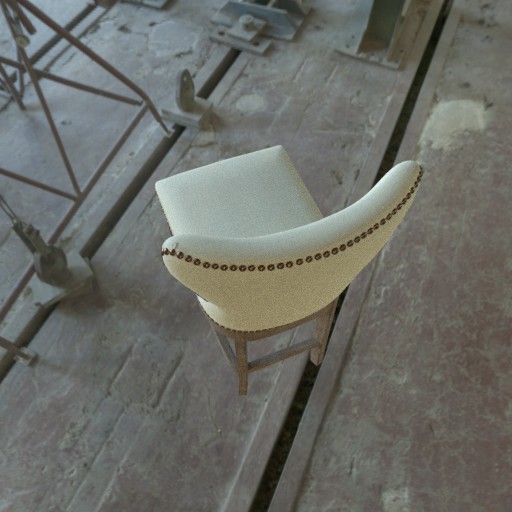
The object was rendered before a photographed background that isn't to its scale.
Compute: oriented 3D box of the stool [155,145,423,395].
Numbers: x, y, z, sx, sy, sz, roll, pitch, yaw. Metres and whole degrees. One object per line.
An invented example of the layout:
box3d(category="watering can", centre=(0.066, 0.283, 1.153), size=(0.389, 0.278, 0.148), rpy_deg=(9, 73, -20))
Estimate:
box3d(category="stool", centre=(0.000, 0.000, 1.265), size=(0.498, 0.981, 0.608), rpy_deg=(-19, 61, -11))
